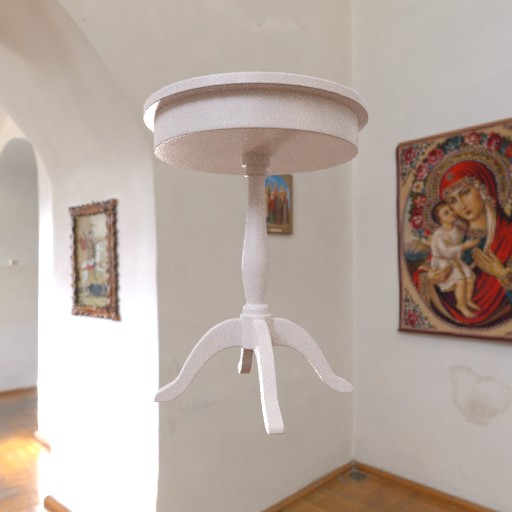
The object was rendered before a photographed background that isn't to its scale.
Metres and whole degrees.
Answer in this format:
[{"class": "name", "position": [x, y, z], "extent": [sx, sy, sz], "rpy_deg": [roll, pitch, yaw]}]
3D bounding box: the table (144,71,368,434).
[{"class": "table", "position": [0.000, 0.000, 1.040], "extent": [0.513, 0.653, 0.513], "rpy_deg": [0, 0, 0]}]
